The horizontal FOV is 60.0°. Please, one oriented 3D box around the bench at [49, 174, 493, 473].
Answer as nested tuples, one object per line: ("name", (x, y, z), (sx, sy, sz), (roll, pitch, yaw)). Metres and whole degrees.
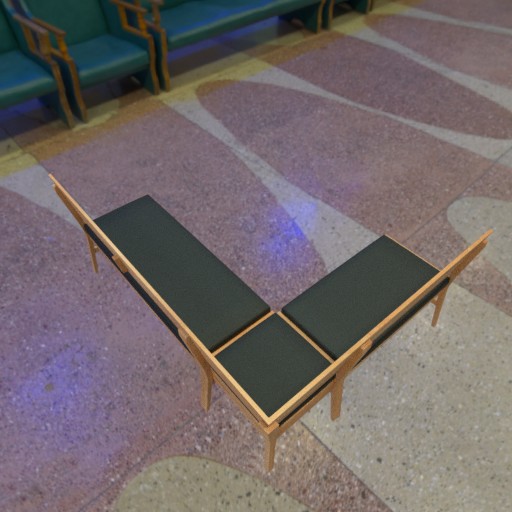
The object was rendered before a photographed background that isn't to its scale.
("bench", (0.000, 0.000, 2.759), (1.548, 0.890, 1.948), (-32, 55, -26))
